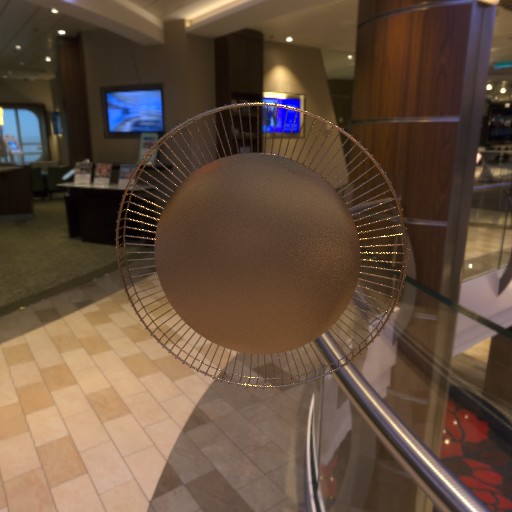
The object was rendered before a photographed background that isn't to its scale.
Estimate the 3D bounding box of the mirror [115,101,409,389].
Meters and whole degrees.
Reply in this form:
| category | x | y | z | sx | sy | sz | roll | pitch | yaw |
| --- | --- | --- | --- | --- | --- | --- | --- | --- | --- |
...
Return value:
| category | x | y | z | sx | sy | sz | roll | pitch | yaw |
| --- | --- | --- | --- | --- | --- | --- | --- | --- | --- |
| mirror | 0.000 | 0.000 | 1.068 | 0.703 | 0.703 | 0.067 | 2 | 15 | 8 |
